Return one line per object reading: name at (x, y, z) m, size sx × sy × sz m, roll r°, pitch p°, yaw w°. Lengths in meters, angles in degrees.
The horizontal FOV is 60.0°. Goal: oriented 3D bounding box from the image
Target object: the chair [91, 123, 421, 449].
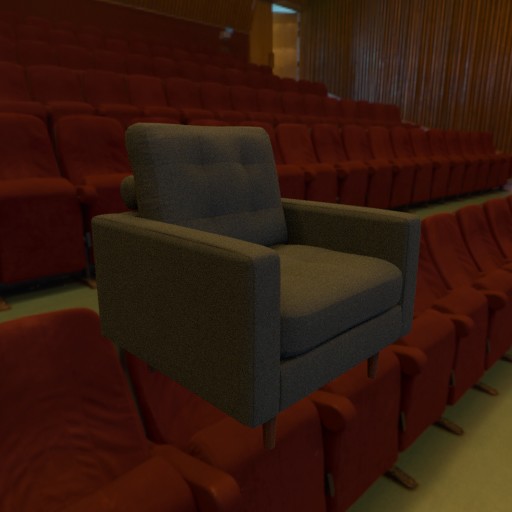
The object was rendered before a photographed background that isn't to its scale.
chair at (0.000, 0.000, 1.528) m, size 0.821 × 0.880 × 0.843 m, roll -14°, pitch 20°, yaw -43°
